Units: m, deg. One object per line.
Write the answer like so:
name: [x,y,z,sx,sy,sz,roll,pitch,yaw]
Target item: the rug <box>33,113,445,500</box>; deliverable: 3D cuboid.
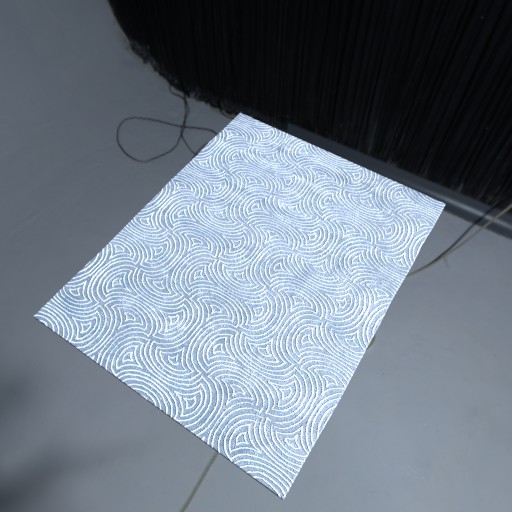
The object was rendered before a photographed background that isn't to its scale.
rug: [0.000,0.000,4.013,2.456,0.021,3.042,29,62,17]
